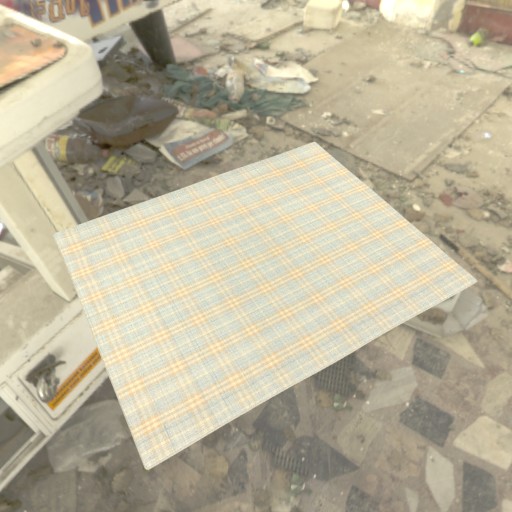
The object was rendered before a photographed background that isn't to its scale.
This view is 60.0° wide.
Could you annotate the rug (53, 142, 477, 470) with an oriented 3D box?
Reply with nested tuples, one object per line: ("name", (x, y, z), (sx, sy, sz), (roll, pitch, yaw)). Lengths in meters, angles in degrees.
("rug", (0.000, 0.000, 4.042), (3.066, 0.030, 2.462), (-24, 52, -20))
